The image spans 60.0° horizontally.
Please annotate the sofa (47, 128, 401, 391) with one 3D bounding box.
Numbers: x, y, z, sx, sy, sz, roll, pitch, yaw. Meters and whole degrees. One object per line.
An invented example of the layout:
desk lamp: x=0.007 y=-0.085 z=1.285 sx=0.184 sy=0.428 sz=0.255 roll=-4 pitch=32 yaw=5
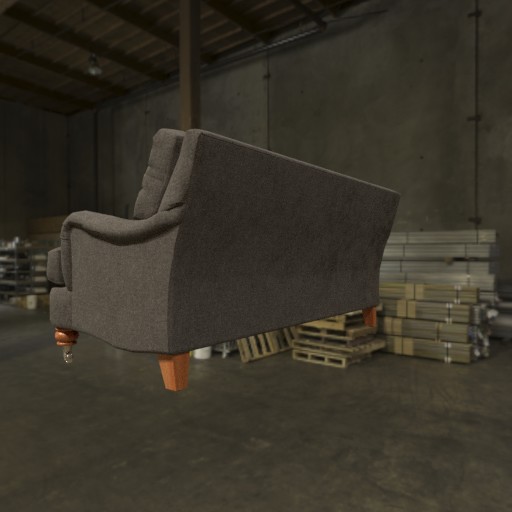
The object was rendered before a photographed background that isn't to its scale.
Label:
sofa: x=0.000 y=0.000 z=2.729 sx=1.087 sy=1.054 sz=2.160 roll=0 pitch=0 yaw=37
